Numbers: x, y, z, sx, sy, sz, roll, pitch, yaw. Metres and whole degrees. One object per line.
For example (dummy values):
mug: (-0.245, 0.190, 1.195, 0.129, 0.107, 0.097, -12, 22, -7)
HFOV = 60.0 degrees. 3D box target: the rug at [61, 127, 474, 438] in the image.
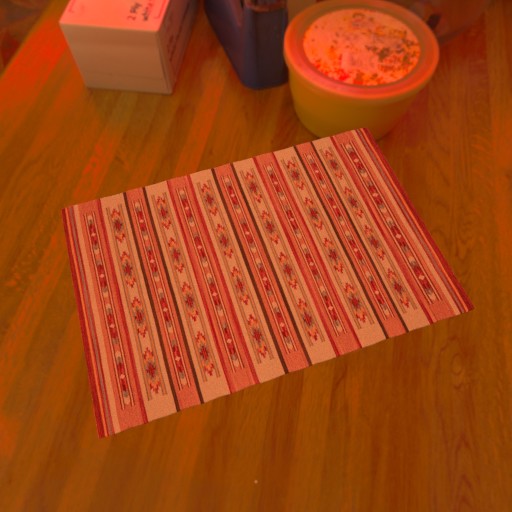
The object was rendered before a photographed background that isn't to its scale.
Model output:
rug: (0.000, 0.000, 2.267, 1.817, 0.008, 1.223, -17, 64, -8)
